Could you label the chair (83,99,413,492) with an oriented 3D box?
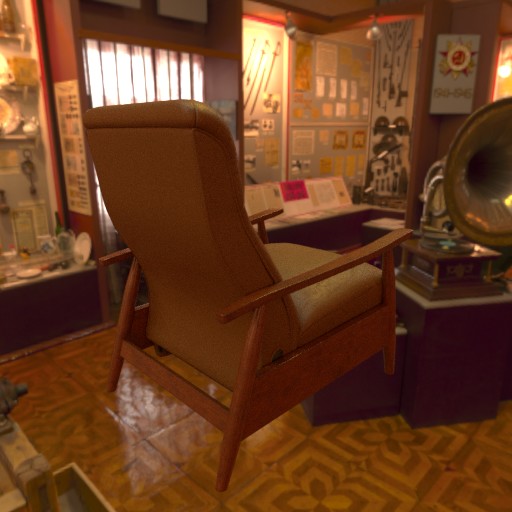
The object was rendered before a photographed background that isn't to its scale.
[{"bbox_3d":[0.000,0.000,1.709,1.014,1.082,0.762,-14,21,-41],"label":"chair"}]
